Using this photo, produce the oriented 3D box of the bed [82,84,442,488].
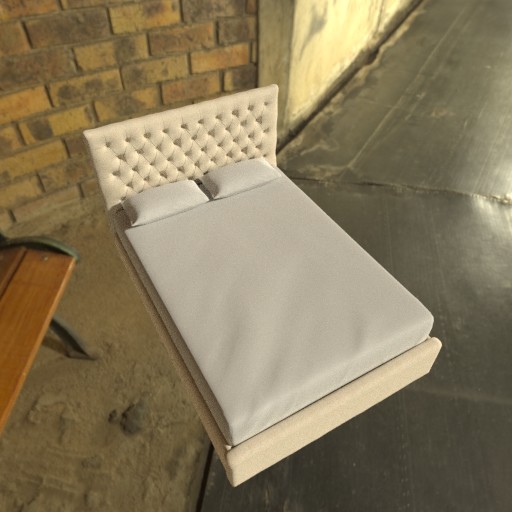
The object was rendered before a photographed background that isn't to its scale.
[{"bbox_3d":[0.000,0.000,3.357,1.698,1.427,2.387,-22,49,-20],"label":"bed"}]
